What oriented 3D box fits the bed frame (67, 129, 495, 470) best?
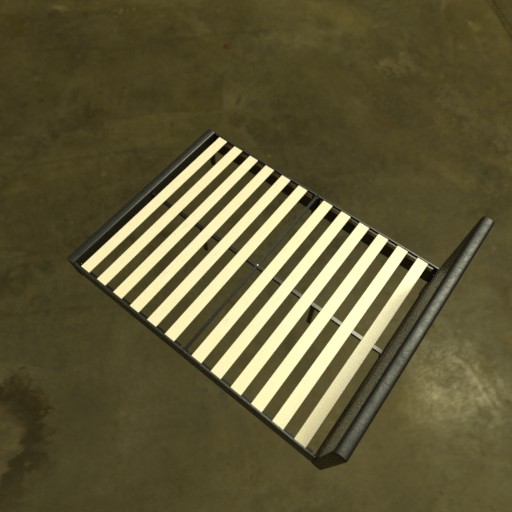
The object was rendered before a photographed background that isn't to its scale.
[{"bbox_3d":[0.000,0.000,3.136,2.318,1.127,1.634,34,67,17],"label":"bed frame"}]
